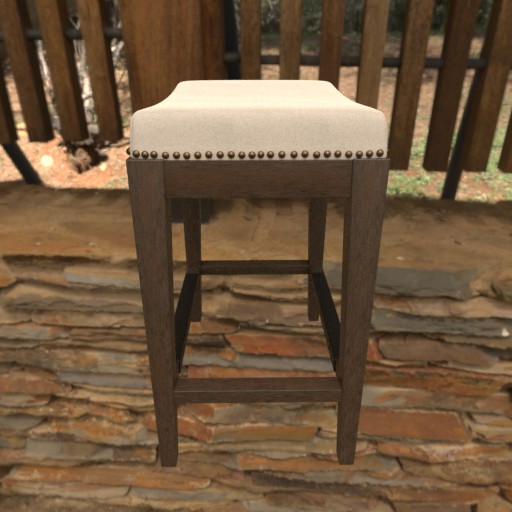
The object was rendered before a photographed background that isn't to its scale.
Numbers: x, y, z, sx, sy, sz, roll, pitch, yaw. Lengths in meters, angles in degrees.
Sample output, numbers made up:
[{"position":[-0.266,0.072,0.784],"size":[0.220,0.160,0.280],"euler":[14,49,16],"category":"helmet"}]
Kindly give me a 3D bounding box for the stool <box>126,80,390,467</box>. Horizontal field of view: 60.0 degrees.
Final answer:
[{"position":[0.000,0.000,0.913],"size":[0.361,0.642,0.500],"euler":[0,26,-1],"category":"stool"}]
